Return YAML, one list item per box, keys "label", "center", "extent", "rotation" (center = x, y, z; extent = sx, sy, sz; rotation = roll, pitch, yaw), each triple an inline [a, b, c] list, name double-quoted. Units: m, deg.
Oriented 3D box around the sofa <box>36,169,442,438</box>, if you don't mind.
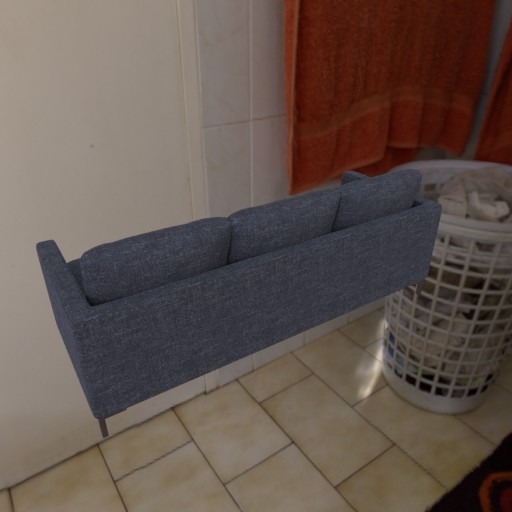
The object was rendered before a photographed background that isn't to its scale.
- label: "sofa"
  center: [0.000, 0.000, 2.629]
  extent: [2.218, 0.874, 0.859]
  rotation: [-17, 33, -28]
